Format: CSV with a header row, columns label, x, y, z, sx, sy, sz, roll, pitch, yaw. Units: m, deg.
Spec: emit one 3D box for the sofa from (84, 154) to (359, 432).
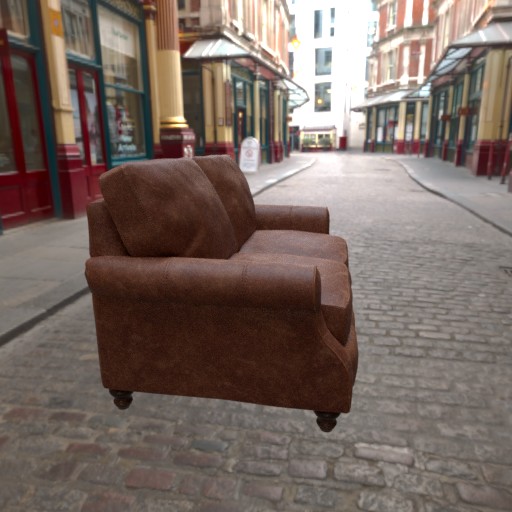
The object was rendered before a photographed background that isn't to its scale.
label,x,y,z,sx,sy,sz,roll,pitch,yaw
sofa,0.000,0.000,2.216,0.990,0.967,1.616,3,14,10
